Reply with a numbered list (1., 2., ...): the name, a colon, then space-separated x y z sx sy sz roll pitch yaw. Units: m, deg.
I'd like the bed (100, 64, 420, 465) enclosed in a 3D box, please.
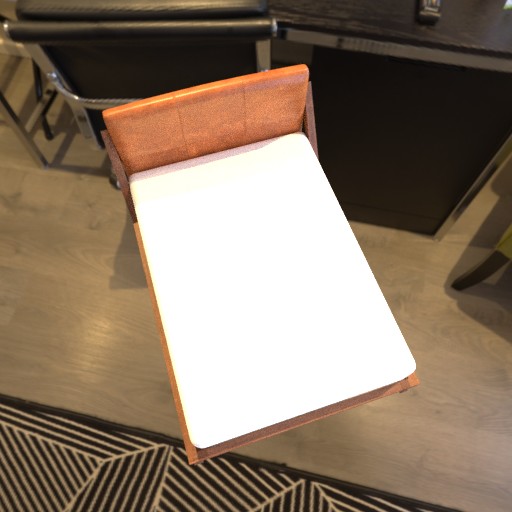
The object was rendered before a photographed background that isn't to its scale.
1. bed: 0.000 0.000 3.191 1.651 1.168 2.311 -16 65 -8
